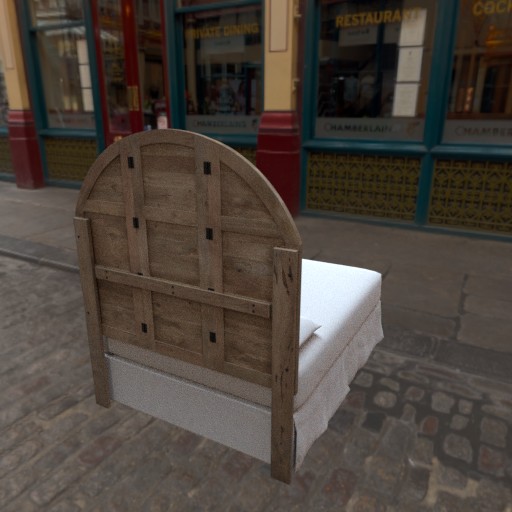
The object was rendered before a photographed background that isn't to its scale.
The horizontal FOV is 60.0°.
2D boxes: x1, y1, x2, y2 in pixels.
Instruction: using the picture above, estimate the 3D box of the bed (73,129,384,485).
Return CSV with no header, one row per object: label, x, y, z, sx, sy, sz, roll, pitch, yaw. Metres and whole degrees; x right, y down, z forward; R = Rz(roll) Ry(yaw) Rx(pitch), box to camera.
bed,0.000,0.000,3.559,1.713,2.002,2.112,9,20,28
